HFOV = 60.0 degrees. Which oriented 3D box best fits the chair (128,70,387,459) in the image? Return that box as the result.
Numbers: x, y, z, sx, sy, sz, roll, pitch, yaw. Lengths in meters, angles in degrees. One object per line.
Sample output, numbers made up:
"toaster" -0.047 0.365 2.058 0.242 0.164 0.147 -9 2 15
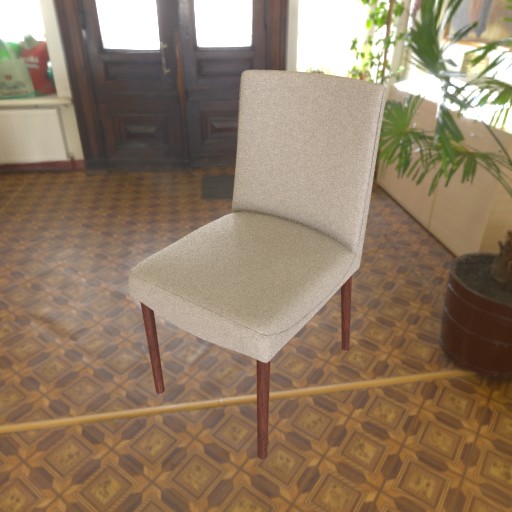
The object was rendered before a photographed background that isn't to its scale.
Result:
"chair" 0.000 0.000 1.195 0.456 0.859 0.570 20 36 30
